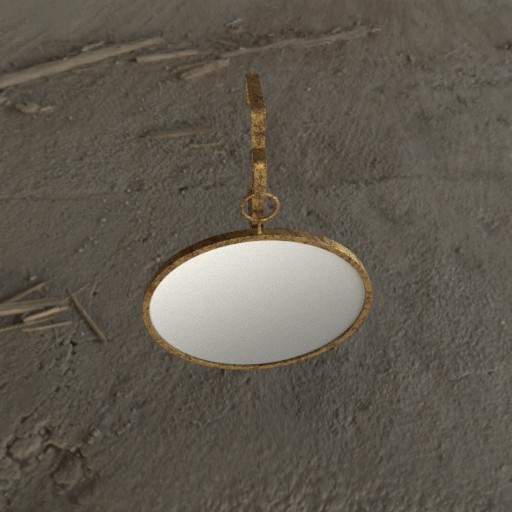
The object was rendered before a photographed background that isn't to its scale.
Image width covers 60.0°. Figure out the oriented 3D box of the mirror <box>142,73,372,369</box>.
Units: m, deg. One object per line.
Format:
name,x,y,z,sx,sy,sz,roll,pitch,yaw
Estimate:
mirror,0.000,0.000,0.842,0.447,0.651,0.144,-4,48,-3
